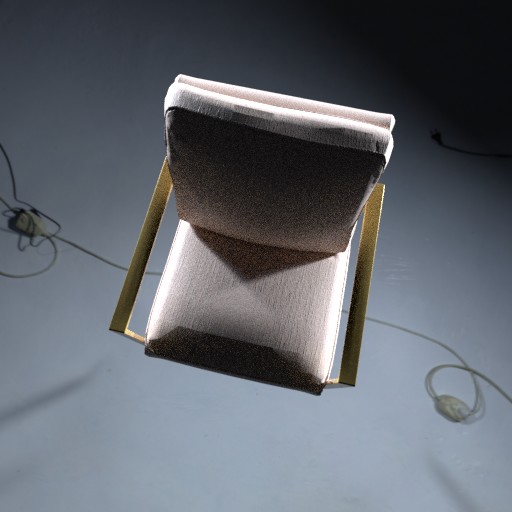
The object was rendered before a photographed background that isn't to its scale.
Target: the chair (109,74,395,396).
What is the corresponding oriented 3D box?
[{"bbox_3d":[0.000,0.000,1.526,0.758,0.956,0.813,12,74,4],"label":"chair"}]
